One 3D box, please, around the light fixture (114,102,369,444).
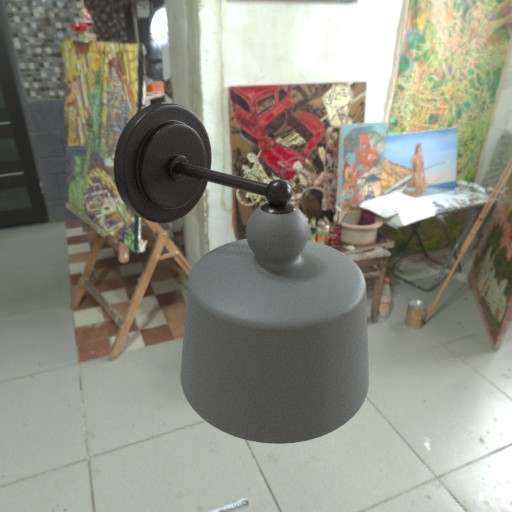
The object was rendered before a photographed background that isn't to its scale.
[{"bbox_3d":[0.000,0.000,0.441,0.254,0.268,0.204,20,33,33],"label":"light fixture"}]
